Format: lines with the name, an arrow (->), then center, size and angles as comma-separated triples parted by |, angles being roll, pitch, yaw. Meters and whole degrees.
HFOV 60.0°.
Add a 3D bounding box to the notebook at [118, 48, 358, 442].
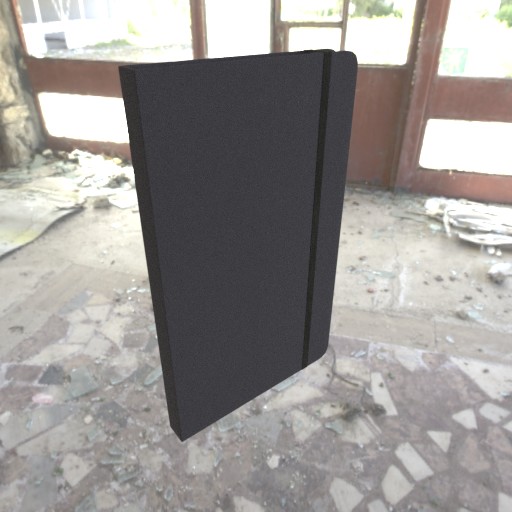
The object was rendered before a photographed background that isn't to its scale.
notebook -> 0.000, 0.000, 0.257 | 0.127, 0.213, 0.016 | -21, 36, -32
